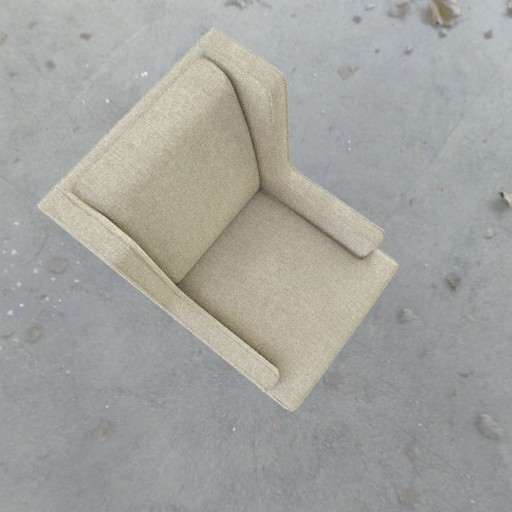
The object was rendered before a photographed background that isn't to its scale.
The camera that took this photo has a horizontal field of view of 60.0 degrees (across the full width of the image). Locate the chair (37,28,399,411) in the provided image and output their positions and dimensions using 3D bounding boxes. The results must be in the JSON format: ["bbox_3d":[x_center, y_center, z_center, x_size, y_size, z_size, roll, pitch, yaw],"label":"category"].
[{"bbox_3d":[0.000,0.000,1.711,0.948,1.082,0.764,37,77,10],"label":"chair"}]
